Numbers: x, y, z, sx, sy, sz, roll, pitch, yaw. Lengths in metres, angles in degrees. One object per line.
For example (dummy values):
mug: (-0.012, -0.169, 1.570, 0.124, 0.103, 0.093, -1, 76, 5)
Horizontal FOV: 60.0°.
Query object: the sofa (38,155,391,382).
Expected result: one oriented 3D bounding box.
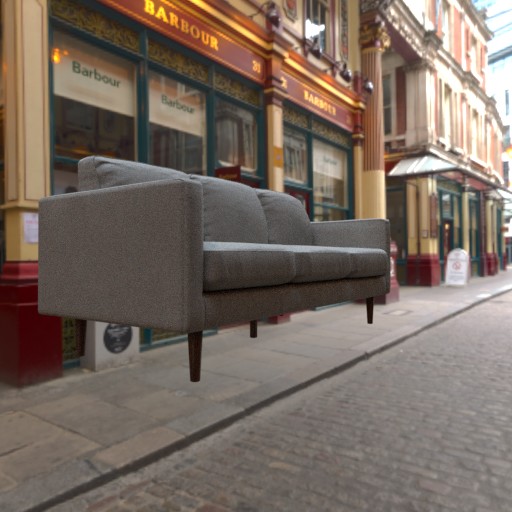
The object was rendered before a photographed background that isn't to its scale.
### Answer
sofa: (0.000, 0.000, 2.480, 0.944, 0.918, 1.983, 0, 0, 35)
